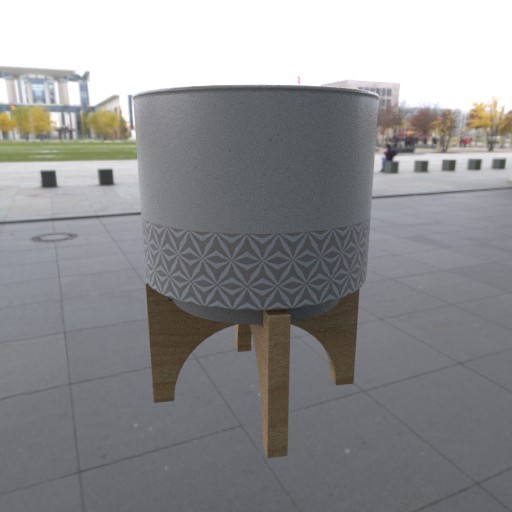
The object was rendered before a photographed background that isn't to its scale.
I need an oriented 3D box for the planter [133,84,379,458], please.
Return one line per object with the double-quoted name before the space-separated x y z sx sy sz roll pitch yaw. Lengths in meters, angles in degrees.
"planter" 0.000 0.000 0.508 0.249 0.343 0.249 0 15 0
